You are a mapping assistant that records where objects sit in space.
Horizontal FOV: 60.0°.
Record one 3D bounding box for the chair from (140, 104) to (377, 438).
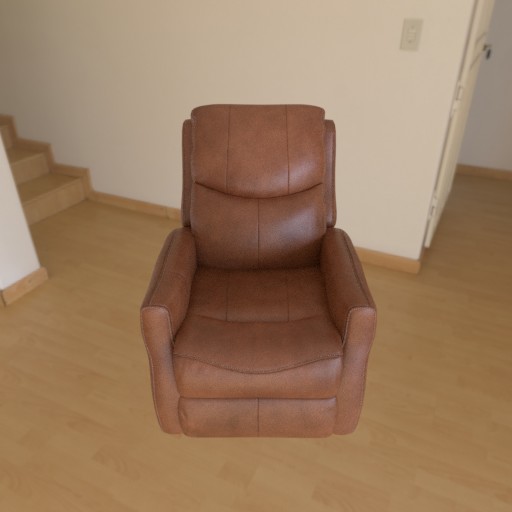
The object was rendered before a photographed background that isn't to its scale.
[{"bbox_3d":[0.000,0.000,1.777,0.821,1.016,1.072,0,31,0],"label":"chair"}]
